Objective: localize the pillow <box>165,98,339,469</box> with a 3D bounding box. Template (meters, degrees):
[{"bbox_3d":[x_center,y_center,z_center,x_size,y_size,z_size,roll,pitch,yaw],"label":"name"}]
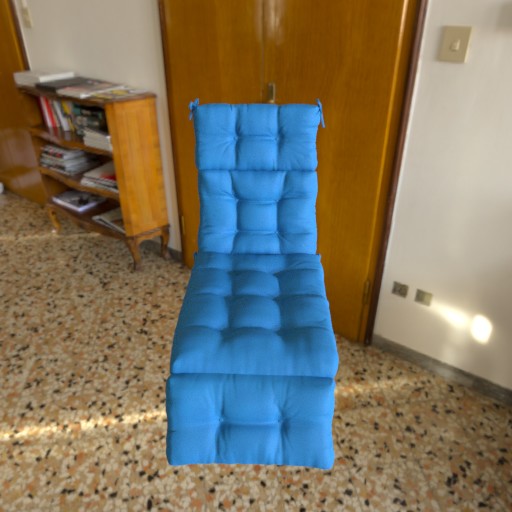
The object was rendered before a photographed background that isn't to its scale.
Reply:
[{"bbox_3d":[0.000,0.000,1.492,0.526,0.863,1.016,1,30,1],"label":"pillow"}]
